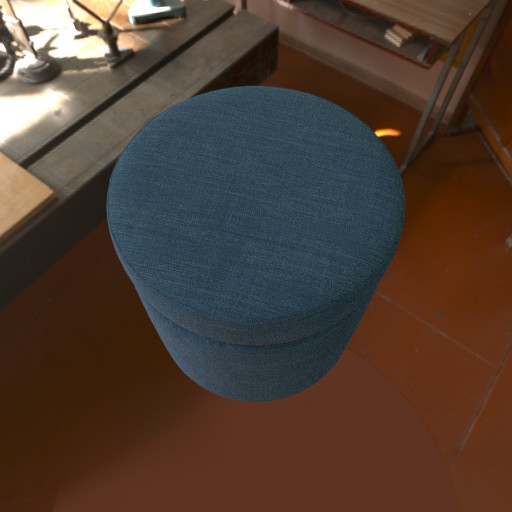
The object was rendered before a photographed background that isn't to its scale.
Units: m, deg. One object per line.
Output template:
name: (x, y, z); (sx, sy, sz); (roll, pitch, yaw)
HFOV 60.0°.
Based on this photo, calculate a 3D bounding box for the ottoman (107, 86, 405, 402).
ottoman: (0.000, 0.000, 0.746); (0.398, 0.406, 0.398); (0, 60, 0)
